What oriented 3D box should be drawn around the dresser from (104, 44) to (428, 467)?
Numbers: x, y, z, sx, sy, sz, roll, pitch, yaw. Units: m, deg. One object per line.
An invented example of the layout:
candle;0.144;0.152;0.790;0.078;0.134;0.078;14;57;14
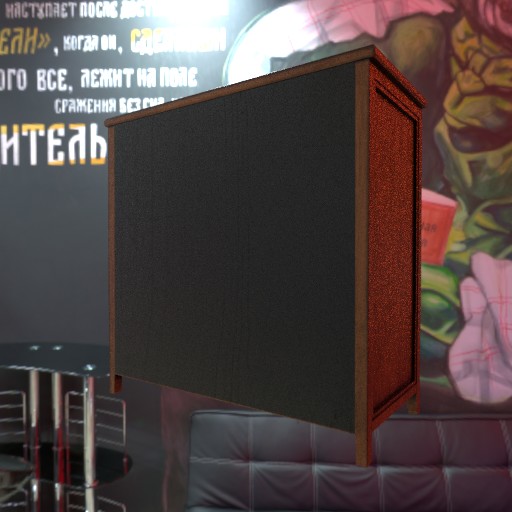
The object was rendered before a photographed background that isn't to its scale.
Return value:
dresser;0.000;0.000;1.870;1.250;1.224;0.591;0;1;35
